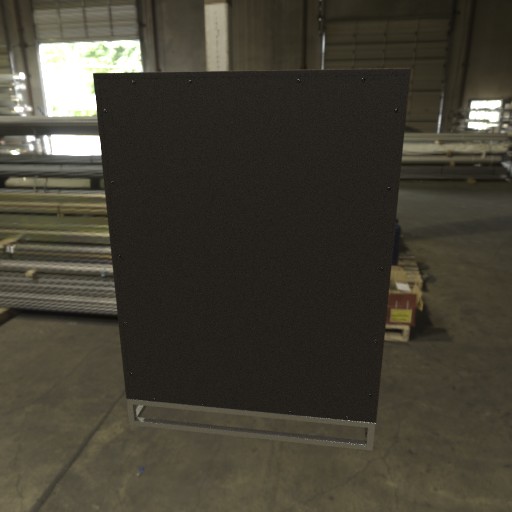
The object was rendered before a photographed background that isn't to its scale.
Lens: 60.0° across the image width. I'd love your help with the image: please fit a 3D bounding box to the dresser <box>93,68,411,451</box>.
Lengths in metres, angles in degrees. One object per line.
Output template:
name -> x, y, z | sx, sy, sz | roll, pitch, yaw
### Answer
dresser -> 0.000, 0.000, 1.762 | 0.965, 1.321, 0.508 | 3, 18, 8
